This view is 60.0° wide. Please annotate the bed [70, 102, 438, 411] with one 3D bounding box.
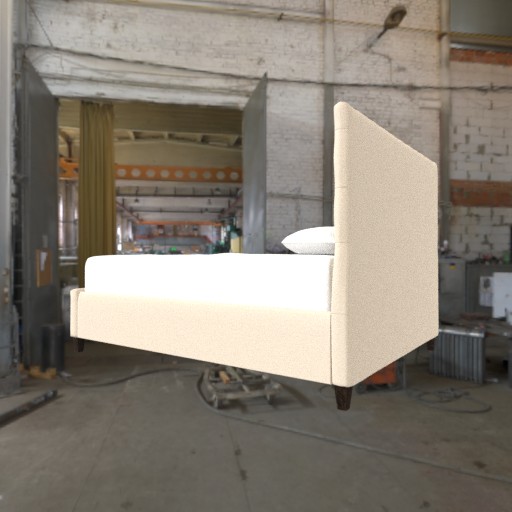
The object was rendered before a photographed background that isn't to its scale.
[{"bbox_3d":[0.000,0.000,3.336,2.233,1.426,1.696,0,0,35],"label":"bed"}]
